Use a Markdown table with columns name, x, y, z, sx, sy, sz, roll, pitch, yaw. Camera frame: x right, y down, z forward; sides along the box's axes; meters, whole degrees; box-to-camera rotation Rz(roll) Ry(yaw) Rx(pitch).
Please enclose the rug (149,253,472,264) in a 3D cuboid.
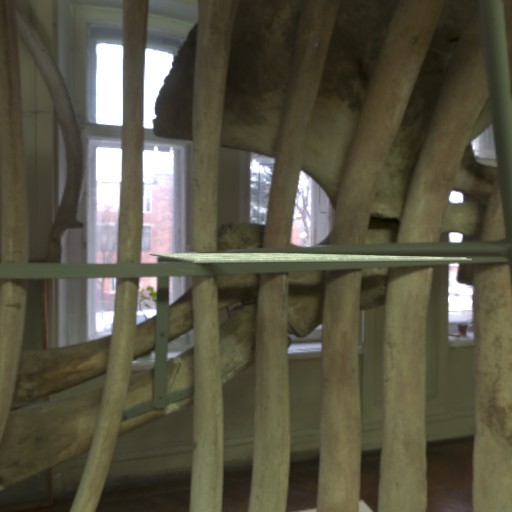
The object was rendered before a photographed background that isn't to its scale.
| name | x | y | z | sx | sy | sz | roll | pitch | yaw |
| --- | --- | --- | --- | --- | --- | --- | --- | --- | --- |
| rug | 0.000 | 0.000 | 1.451 | 0.604 | 0.007 | 1.219 | 0 | 1 | -17 |
